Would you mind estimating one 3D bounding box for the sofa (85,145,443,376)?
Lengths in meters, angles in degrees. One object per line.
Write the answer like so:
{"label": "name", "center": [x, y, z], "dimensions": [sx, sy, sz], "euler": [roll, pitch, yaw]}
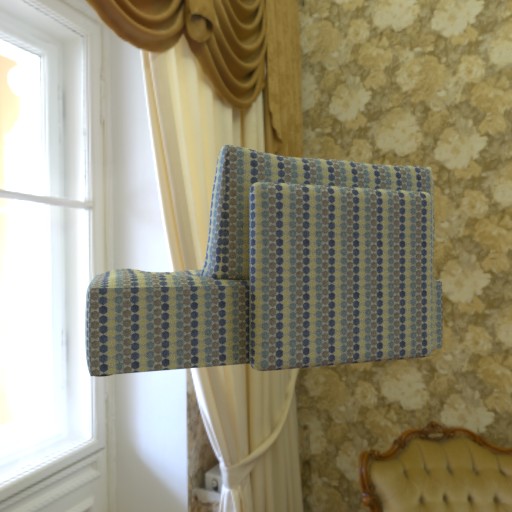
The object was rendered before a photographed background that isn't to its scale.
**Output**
{"label": "sofa", "center": [0.000, 0.000, 2.047], "dimensions": [1.450, 0.820, 1.000], "euler": [0, 0, -19]}
